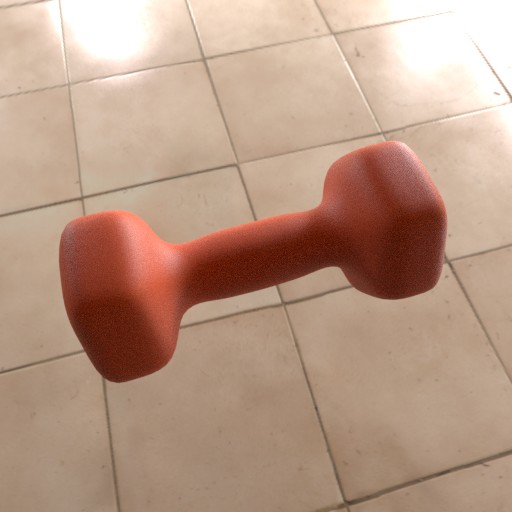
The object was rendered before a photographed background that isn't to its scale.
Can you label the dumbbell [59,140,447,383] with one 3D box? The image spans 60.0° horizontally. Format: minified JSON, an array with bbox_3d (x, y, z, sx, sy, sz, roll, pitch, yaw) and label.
[{"bbox_3d":[0.000,0.000,0.204,0.162,0.071,0.079,-15,65,-7],"label":"dumbbell"}]
